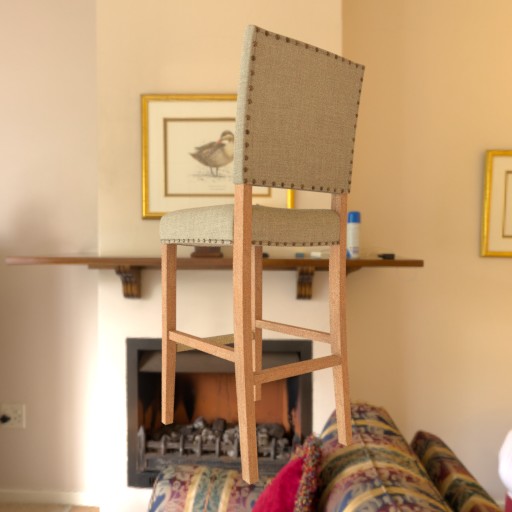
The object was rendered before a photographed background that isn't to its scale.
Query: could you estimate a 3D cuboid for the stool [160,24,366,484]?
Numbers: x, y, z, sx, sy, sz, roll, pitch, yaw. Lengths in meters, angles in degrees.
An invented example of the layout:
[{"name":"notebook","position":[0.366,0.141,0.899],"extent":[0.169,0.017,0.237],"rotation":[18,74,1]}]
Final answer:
[{"name":"stool","position":[0.000,0.000,1.484],"extent":[0.445,1.203,0.585],"rotation":[-1,2,-37]}]
